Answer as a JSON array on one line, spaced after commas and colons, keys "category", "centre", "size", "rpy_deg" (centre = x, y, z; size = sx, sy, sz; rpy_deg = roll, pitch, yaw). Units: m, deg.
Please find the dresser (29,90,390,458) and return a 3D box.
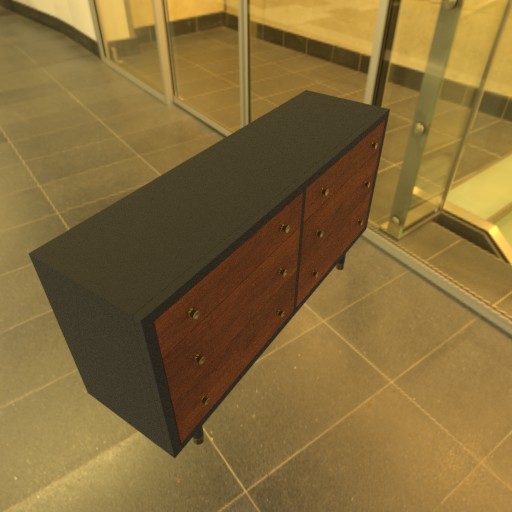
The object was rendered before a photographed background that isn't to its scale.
[{"category": "dresser", "centre": [0.000, 0.000, 1.902], "size": [0.463, 0.872, 1.558], "rpy_deg": [24, 45, 26]}]
